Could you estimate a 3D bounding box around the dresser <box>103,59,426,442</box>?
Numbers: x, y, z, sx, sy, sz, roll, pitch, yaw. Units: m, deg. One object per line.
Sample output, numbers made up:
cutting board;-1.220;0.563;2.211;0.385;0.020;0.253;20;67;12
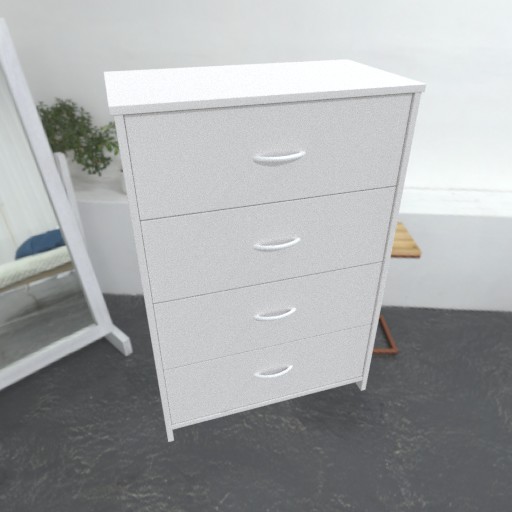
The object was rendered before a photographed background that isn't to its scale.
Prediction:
dresser;0.000;0.000;1.349;0.704;1.021;0.401;-10;33;-15
